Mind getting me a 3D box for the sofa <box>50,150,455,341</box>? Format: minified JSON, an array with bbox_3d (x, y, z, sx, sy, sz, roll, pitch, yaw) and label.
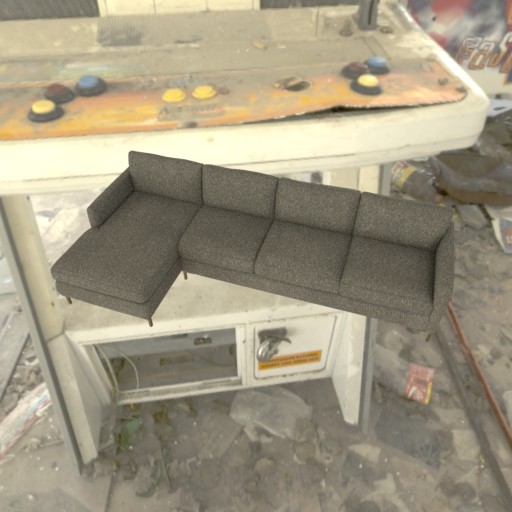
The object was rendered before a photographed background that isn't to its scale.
[{"bbox_3d":[0.000,0.000,3.515,2.932,0.810,1.350,13,45,13],"label":"sofa"}]
